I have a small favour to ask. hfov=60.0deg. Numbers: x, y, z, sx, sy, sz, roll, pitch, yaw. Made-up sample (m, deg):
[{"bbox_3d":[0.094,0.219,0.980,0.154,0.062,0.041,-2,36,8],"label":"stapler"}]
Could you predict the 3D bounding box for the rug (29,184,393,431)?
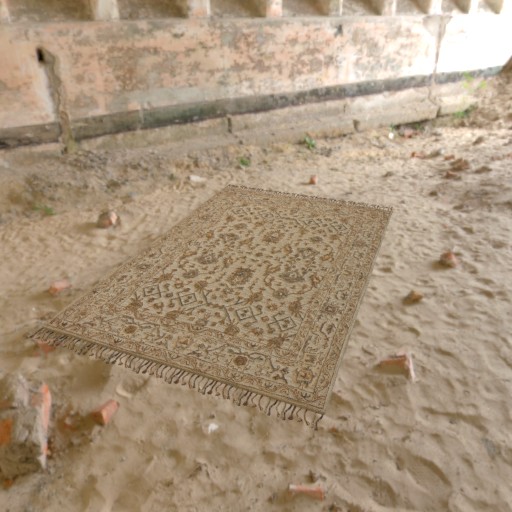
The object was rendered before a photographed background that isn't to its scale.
[{"bbox_3d":[0.000,0.000,2.982,1.529,0.027,2.434,11,31,19],"label":"rug"}]
